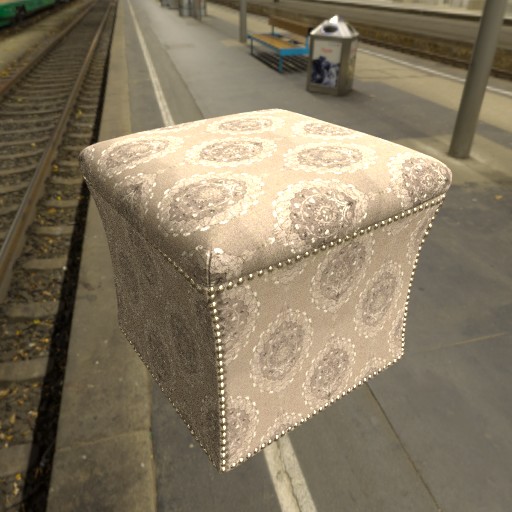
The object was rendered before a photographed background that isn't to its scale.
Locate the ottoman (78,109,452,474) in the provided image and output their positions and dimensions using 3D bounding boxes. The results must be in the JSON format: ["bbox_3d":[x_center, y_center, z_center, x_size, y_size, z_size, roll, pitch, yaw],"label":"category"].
[{"bbox_3d":[0.000,0.000,0.894,0.507,0.473,0.497,-21,37,-30],"label":"ottoman"}]
